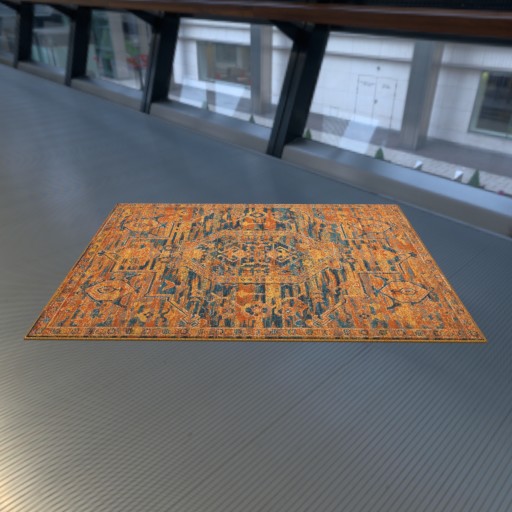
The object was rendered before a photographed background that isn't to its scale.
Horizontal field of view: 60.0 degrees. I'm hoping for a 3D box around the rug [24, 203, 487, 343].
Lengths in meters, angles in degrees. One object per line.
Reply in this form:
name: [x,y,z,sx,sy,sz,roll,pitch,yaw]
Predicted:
rug: [0.000,0.000,2.784,2.204,0.024,1.588,0,30,0]
